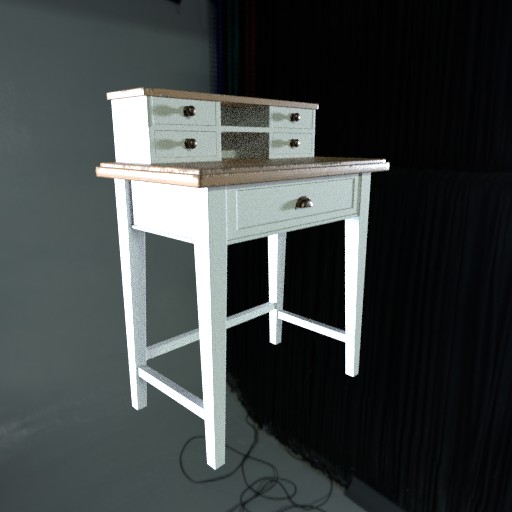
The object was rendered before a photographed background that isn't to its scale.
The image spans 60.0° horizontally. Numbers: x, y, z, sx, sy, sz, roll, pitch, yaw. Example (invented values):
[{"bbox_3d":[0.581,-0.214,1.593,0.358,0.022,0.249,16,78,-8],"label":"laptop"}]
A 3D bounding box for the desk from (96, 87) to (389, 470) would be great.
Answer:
[{"bbox_3d":[0.000,0.000,1.440,0.462,0.981,0.814,14,20,43],"label":"desk"}]
